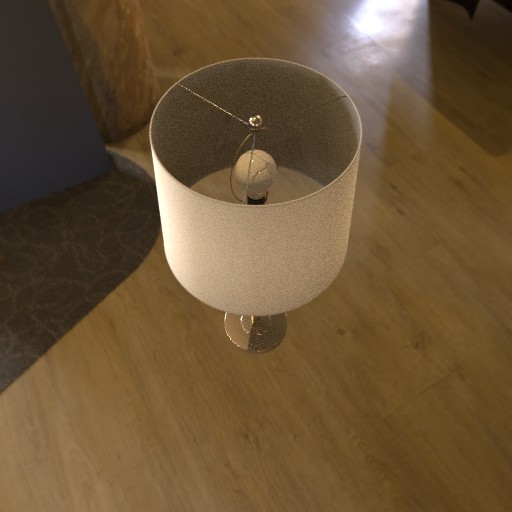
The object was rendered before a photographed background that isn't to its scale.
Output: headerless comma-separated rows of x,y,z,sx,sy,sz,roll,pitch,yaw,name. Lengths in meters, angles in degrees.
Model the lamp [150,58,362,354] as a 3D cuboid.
0.000,0.000,0.877,0.333,0.696,0.333,0,58,0,lamp
